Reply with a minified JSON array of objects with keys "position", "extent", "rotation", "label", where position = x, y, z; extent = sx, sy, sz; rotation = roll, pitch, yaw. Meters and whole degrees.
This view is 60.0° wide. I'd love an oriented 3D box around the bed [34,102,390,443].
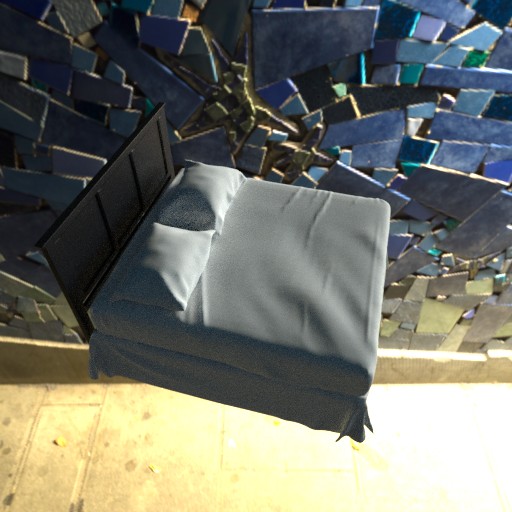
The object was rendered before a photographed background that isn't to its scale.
[{"position":[0.000,0.000,3.205],"extent":[2.050,1.270,1.870],"rotation":[11,48,10],"label":"bed"}]
